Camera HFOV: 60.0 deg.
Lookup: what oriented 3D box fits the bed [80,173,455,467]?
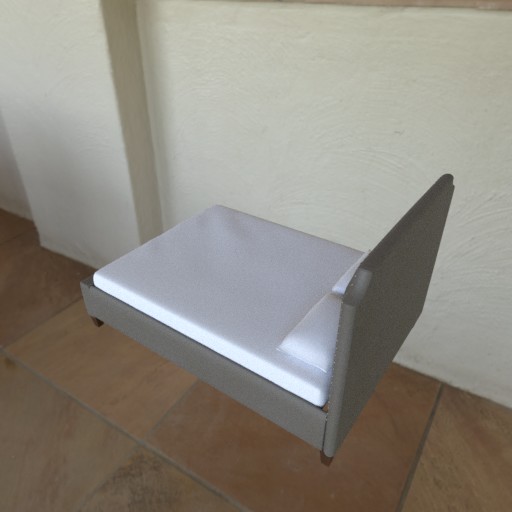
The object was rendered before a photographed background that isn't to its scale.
[{"bbox_3d":[0.000,0.000,3.484,2.372,1.443,1.712,21,38,29],"label":"bed"}]
